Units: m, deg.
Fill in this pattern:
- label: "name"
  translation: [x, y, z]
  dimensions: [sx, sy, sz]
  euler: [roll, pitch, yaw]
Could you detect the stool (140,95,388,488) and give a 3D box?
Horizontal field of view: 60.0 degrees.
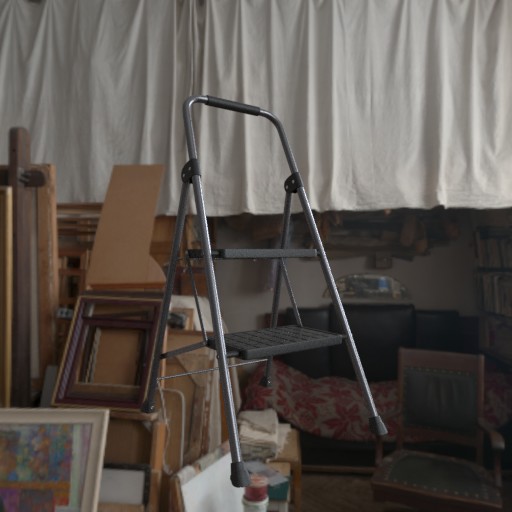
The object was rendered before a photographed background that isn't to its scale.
- label: "stool"
  translation: [0.000, 0.000, 1.168]
  dimensions: [0.450, 0.872, 0.514]
  euler: [-1, 1, -35]
